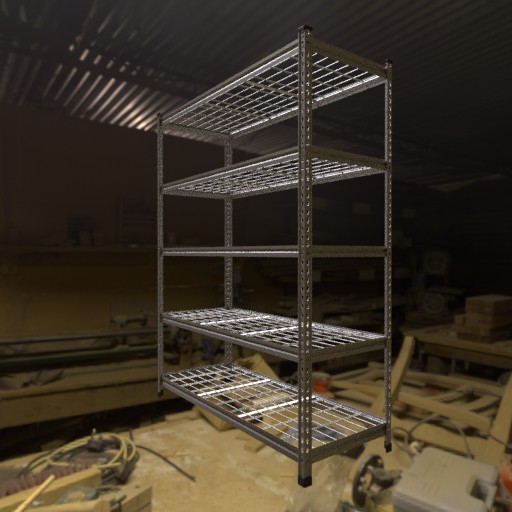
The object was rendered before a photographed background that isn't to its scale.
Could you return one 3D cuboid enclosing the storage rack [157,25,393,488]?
[{"bbox_3d":[0.000,0.000,2.685,0.610,1.981,1.524,0,1,-37],"label":"storage rack"}]
